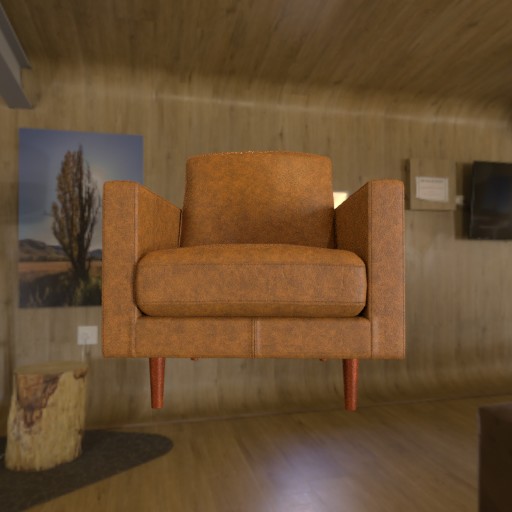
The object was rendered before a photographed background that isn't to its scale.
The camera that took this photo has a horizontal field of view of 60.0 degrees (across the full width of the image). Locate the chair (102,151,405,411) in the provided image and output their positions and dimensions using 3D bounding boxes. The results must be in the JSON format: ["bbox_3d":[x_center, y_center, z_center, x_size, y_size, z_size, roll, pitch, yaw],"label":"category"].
[{"bbox_3d":[0.000,0.000,1.704,0.890,0.956,0.909,0,-1,2],"label":"chair"}]
